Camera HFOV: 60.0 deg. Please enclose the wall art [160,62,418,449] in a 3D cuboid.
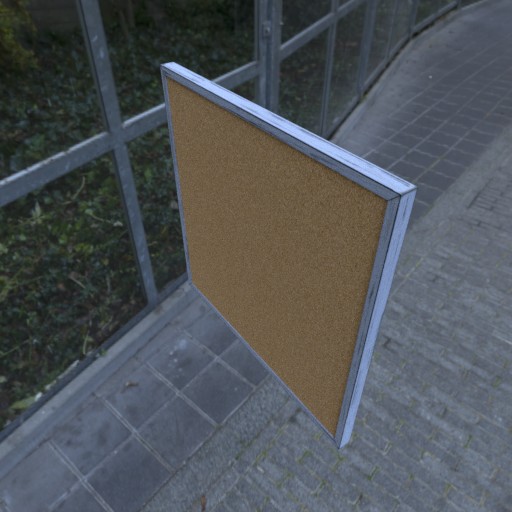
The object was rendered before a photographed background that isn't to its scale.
[{"bbox_3d":[0.000,0.000,1.131,0.037,0.761,0.761,-25,46,-27],"label":"wall art"}]
